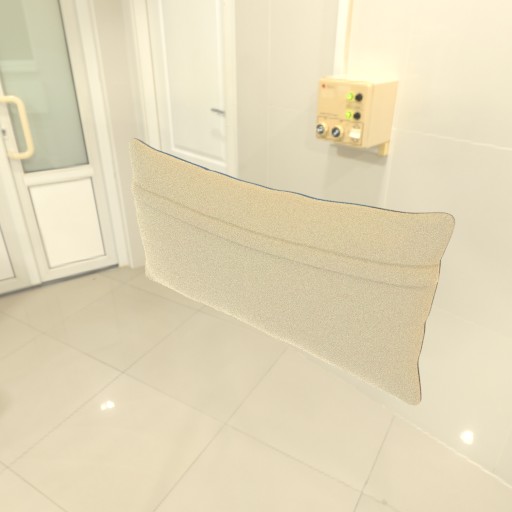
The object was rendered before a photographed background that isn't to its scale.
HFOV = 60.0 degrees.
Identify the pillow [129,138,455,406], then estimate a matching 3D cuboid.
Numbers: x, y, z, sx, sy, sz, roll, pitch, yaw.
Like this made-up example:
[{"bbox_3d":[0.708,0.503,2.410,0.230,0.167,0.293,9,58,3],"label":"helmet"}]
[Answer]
[{"bbox_3d":[0.000,0.000,0.740,0.604,0.307,0.148,20,34,33],"label":"pillow"}]
